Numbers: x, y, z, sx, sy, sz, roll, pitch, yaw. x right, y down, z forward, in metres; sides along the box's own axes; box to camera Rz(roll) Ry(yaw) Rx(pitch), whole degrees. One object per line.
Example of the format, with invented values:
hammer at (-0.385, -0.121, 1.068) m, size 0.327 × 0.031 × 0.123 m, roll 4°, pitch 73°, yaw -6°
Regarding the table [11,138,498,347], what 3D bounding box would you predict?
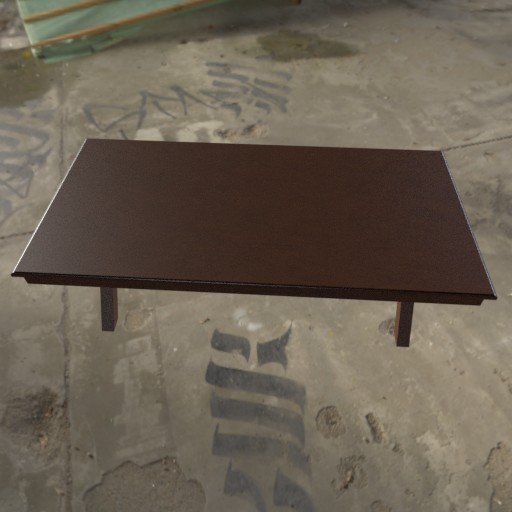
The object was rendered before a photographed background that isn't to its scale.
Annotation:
table at (0.000, 0.000, 1.450) m, size 1.197 × 0.459 × 0.594 m, roll 3°, pitch 48°, yaw 2°
